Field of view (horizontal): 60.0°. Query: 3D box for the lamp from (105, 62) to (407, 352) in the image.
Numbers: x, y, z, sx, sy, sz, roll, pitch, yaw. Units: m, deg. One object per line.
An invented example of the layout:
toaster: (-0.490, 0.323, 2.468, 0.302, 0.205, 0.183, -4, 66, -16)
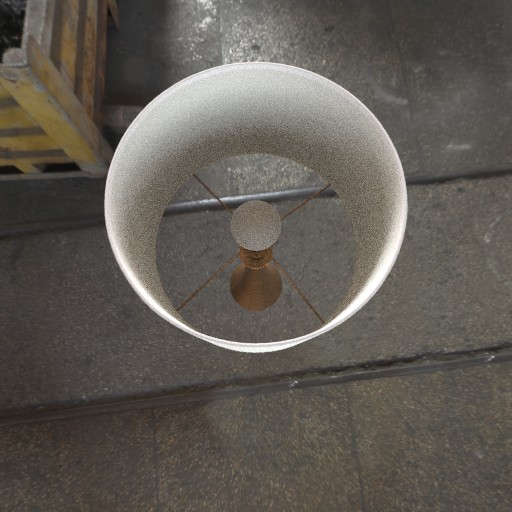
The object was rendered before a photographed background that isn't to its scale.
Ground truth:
lamp: (0.000, 0.000, 0.624, 0.268, 0.479, 0.268, -40, 80, -9)
